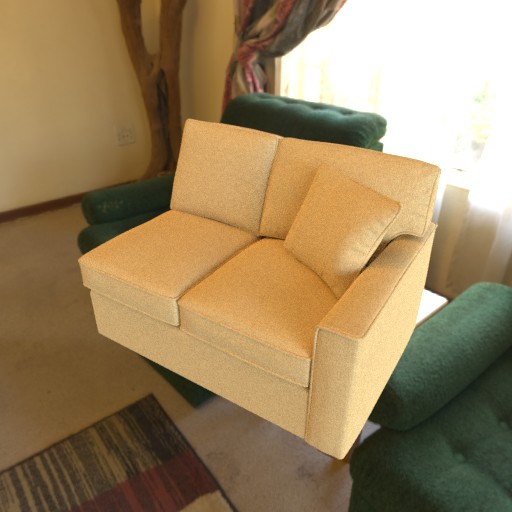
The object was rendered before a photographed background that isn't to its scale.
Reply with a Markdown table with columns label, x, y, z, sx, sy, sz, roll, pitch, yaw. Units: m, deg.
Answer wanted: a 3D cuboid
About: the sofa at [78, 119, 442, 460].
| label | x | y | z | sx | sy | sz | roll | pitch | yaw |
| --- | --- | --- | --- | --- | --- | --- | --- | --- | --- |
| sofa | 0.000 | 0.000 | 2.076 | 1.388 | 0.989 | 0.991 | 18 | 34 | 28 |
